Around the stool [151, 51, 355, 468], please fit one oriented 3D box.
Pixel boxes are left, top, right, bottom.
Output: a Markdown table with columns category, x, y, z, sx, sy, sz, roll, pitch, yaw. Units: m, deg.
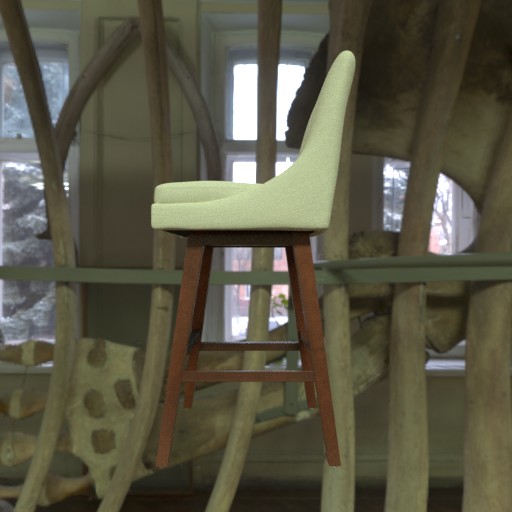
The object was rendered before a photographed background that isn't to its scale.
| category | x | y | z | sx | sy | sz | roll | pitch | yaw |
| --- | --- | --- | --- | --- | --- | --- | --- | --- | --- |
| stool | 0.000 | 0.000 | 1.377 | 0.559 | 1.097 | 0.470 | 0 | 0 | 0 |
